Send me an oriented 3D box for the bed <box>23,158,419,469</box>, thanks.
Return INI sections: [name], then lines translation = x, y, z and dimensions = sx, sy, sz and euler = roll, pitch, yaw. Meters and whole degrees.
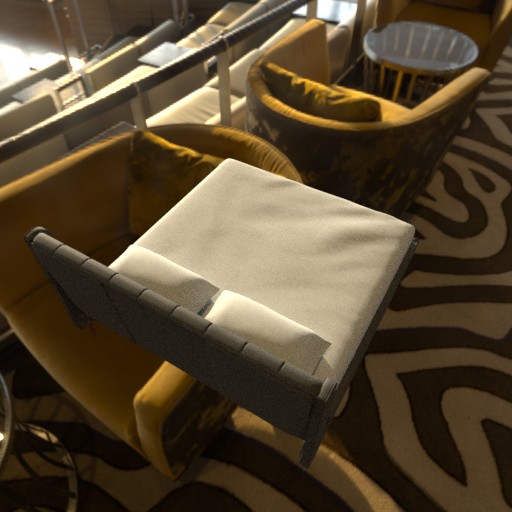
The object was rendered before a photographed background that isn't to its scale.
[bed]
translation = 0.000, 0.000, 2.574
dimensions = 1.531, 0.933, 1.638
euler = 24, 52, 20
